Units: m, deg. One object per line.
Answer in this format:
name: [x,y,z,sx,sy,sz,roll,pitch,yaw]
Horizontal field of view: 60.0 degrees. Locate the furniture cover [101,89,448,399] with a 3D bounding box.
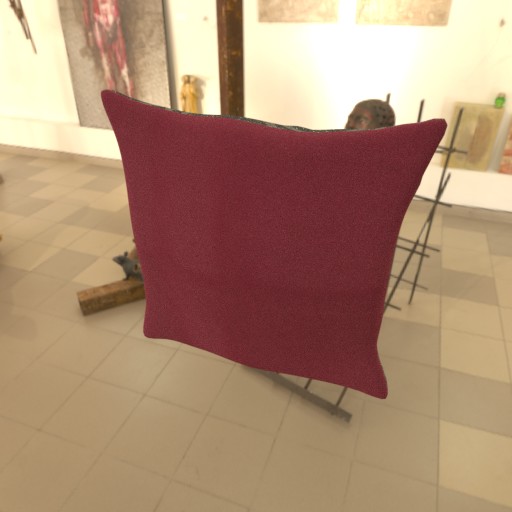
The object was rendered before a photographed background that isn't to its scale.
furniture cover: [0.000,0.000,0.760,0.514,0.513,0.163,11,33,17]
